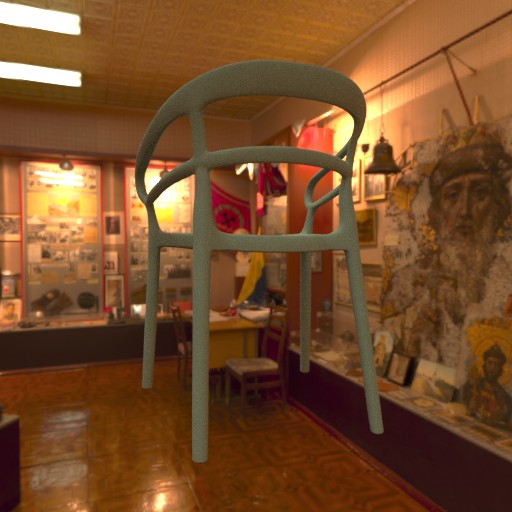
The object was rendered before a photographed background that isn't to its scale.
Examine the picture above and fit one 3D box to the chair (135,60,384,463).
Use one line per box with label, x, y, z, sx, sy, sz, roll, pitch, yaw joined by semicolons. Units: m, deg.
chair;0.000;0.000;1.114;0.559;0.761;0.527;0;1;-19
